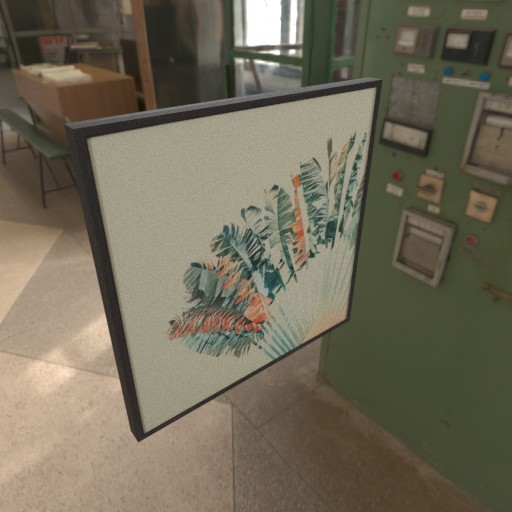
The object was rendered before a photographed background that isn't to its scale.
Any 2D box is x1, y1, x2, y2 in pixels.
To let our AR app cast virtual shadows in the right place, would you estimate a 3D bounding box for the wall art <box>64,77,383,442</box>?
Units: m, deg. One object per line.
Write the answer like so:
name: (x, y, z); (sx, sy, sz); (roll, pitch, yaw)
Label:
wall art: (0.000, 0.000, 1.103); (0.762, 0.758, 0.043); (-22, 37, -32)
